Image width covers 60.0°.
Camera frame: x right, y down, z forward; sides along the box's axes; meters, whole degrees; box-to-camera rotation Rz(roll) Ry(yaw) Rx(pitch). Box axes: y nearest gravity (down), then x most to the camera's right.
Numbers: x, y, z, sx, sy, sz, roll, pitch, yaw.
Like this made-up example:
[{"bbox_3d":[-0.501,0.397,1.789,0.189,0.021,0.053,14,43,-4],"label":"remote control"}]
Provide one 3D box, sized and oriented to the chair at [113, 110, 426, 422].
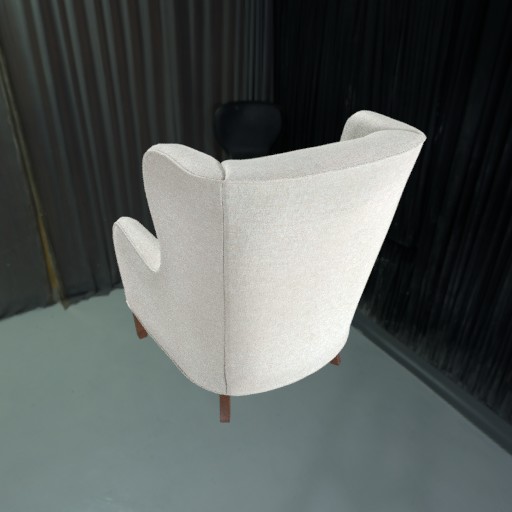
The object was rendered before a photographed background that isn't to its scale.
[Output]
[{"bbox_3d":[0.000,0.000,1.694,0.838,1.040,0.966,-18,34,-28],"label":"chair"}]
